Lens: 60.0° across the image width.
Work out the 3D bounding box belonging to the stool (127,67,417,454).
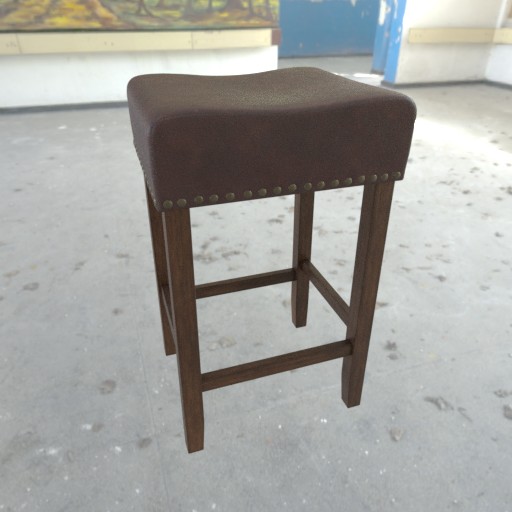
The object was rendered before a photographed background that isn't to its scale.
[{"bbox_3d":[0.000,0.000,1.039,0.465,0.769,0.401,-10,32,-16],"label":"stool"}]
